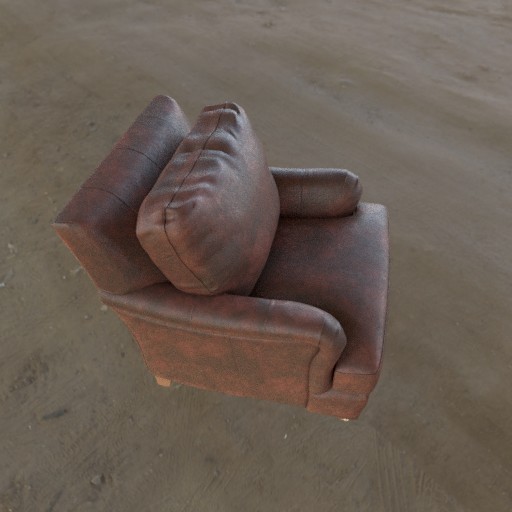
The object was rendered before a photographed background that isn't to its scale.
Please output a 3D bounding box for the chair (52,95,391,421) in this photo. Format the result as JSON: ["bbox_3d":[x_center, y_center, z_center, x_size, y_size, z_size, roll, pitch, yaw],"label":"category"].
[{"bbox_3d":[0.000,0.000,1.939,1.156,1.051,0.987,10,47,9],"label":"chair"}]
